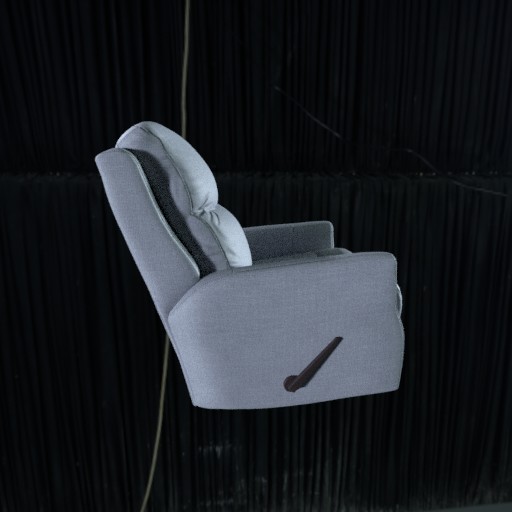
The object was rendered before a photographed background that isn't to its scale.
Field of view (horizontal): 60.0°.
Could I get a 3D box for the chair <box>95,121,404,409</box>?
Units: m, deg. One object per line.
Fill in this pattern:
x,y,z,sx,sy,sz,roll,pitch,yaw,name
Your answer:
0.000,0.000,1.806,1.080,1.030,0.829,-2,14,-9,chair
